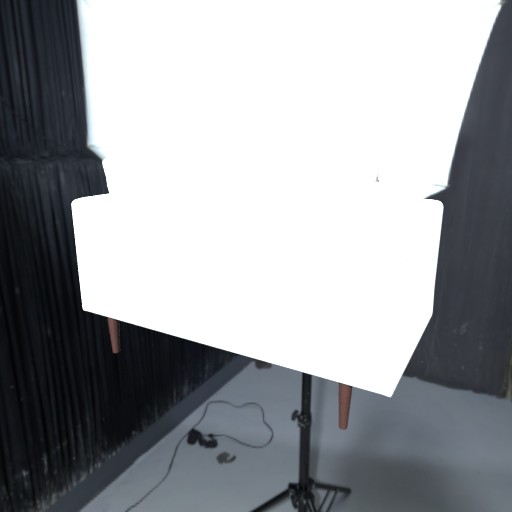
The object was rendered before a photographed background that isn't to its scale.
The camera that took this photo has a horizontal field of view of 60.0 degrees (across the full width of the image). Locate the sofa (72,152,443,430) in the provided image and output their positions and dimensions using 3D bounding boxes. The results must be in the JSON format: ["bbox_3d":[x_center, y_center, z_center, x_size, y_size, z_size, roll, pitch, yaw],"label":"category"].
[{"bbox_3d":[0.000,0.000,1.979,1.430,0.908,0.796,9,18,29],"label":"sofa"}]
